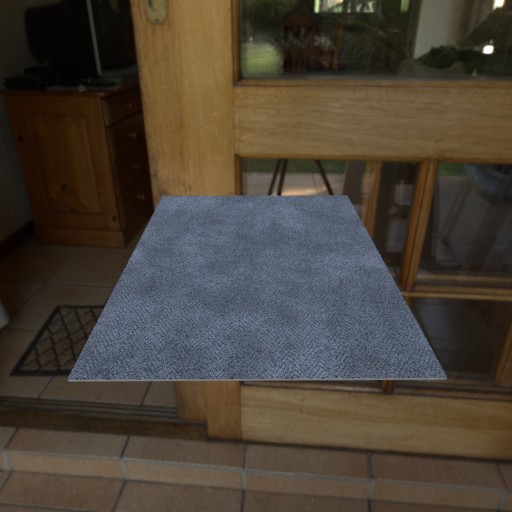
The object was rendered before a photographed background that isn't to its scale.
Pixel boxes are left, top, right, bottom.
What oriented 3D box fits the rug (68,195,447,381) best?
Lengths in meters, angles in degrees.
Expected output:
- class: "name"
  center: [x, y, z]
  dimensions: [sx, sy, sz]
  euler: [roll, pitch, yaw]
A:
- class: "rug"
  center: [0.000, 0.000, 2.851]
  dimensions: [1.600, 0.008, 2.235]
  euler: [0, 28, 0]
